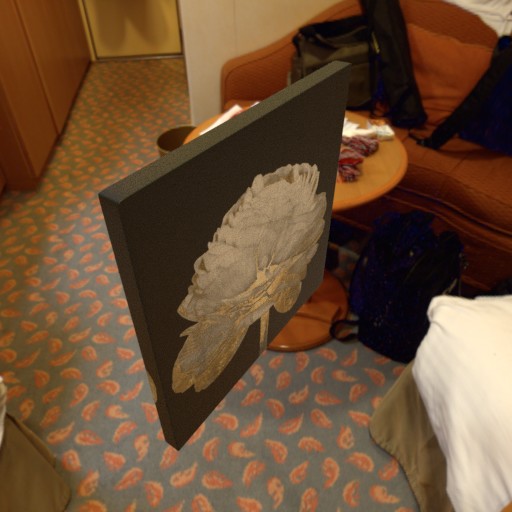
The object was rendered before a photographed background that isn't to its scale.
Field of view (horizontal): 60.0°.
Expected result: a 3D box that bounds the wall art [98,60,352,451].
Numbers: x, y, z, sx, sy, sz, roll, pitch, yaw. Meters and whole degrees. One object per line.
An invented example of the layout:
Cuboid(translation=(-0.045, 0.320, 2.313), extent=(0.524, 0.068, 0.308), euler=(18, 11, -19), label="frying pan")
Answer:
Cuboid(translation=(0.000, 0.000, 0.905), extent=(0.043, 0.611, 0.610), euler=(25, 46, 26), label="wall art")
